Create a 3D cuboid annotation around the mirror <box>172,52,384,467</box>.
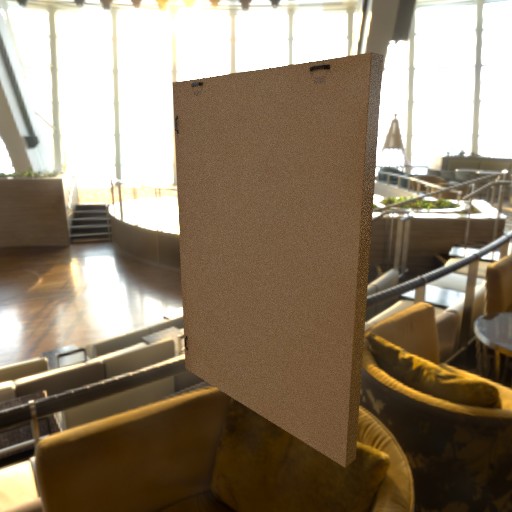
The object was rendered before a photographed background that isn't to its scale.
[{"bbox_3d":[0.000,0.000,0.915,0.039,0.710,0.507,-14,21,-42],"label":"mirror"}]
